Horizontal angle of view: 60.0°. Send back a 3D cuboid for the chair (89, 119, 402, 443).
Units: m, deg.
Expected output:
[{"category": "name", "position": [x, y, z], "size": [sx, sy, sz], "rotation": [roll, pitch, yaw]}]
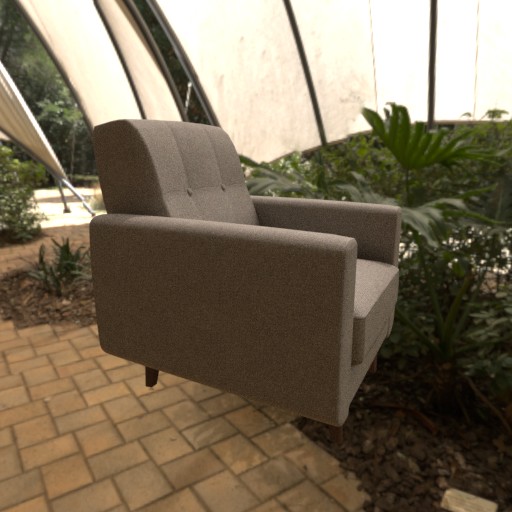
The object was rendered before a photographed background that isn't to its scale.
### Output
[{"category": "chair", "position": [0.000, 0.000, 1.633], "size": [0.942, 0.968, 0.845], "rotation": [7, 15, 26]}]
